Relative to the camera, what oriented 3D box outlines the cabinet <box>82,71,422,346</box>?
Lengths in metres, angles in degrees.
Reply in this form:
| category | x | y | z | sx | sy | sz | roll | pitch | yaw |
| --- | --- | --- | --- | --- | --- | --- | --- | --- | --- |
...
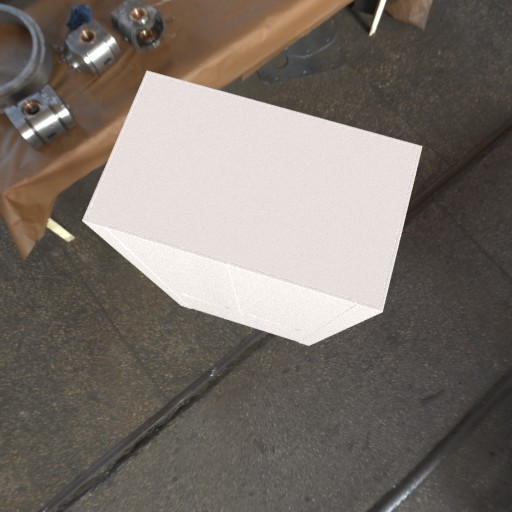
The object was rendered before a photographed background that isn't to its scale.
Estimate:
| category | x | y | z | sx | sy | sz | roll | pitch | yaw |
| --- | --- | --- | --- | --- | --- | --- | --- | --- | --- |
| cabinet | 0.000 | 0.000 | 2.372 | 0.980 | 1.920 | 0.580 | 17 | 76 | 4 |
